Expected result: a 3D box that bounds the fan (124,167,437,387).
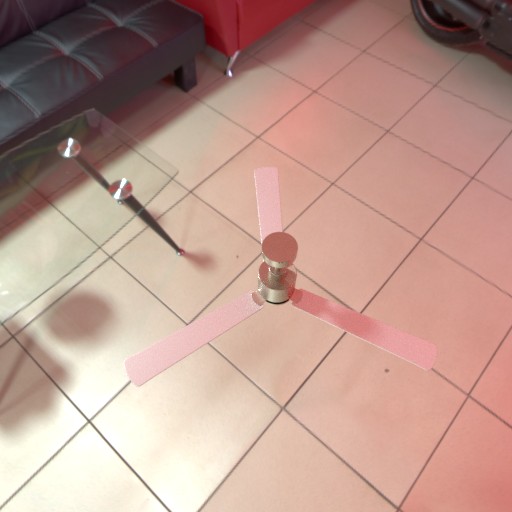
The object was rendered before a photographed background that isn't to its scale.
[{"bbox_3d":[0.000,0.000,2.333,1.561,0.446,1.531,-14,59,-8],"label":"fan"}]
